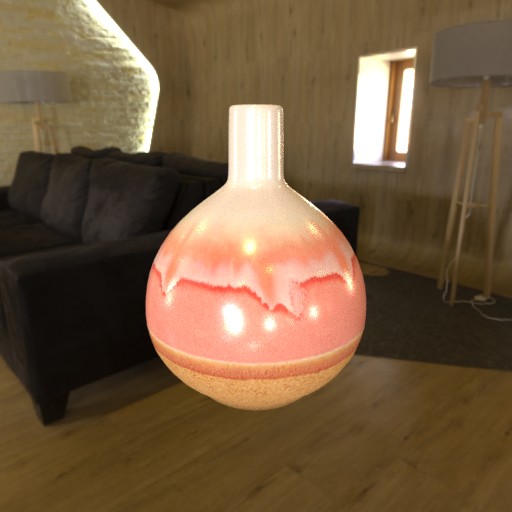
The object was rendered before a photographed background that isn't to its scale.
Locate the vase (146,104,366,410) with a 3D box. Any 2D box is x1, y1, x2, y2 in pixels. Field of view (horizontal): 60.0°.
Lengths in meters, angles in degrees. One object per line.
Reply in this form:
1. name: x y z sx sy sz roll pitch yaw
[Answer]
1. vase: 0.000 0.000 0.274 0.137 0.176 0.137 0 16 0
